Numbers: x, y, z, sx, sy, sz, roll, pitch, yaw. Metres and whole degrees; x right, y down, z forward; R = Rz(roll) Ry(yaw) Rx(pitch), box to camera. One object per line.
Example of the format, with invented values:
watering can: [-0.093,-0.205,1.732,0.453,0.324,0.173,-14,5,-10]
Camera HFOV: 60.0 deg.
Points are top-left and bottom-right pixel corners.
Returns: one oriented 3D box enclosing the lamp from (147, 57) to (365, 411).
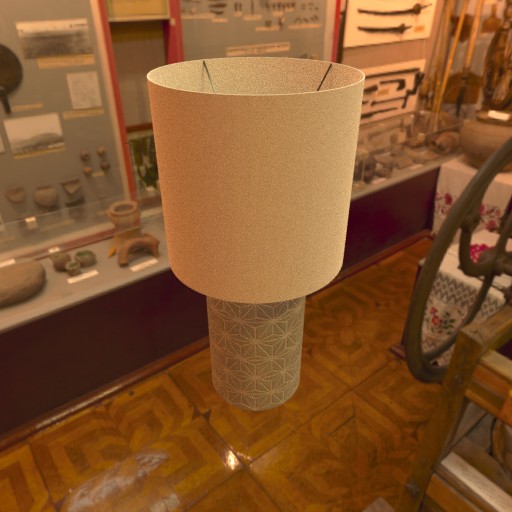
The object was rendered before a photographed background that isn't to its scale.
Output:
lamp: [0.000,0.000,0.536,0.206,0.416,0.206,-21,37,-30]
